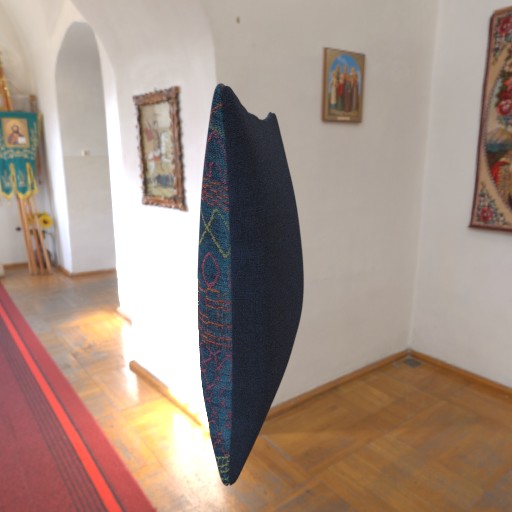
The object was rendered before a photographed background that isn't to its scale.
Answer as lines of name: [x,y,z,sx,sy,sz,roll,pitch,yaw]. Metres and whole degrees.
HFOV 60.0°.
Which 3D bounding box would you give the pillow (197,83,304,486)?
pillow: [0.000,0.000,0.646,0.141,0.431,0.431,2,14,8]
